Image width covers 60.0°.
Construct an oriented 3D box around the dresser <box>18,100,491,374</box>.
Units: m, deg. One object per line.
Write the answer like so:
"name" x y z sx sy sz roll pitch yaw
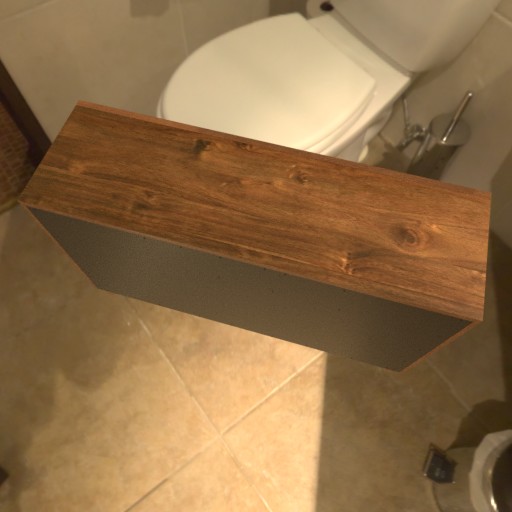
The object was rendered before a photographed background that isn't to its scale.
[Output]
"dresser" 0.000 0.000 1.764 1.400 0.873 0.446 14 65 7
